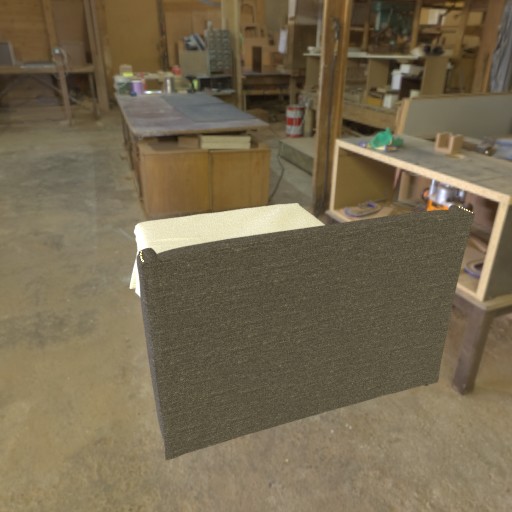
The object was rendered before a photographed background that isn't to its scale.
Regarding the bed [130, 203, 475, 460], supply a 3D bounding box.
[{"bbox_3d":[0.000,0.000,3.500,1.925,1.332,2.276,-9,28,-17],"label":"bed"}]
